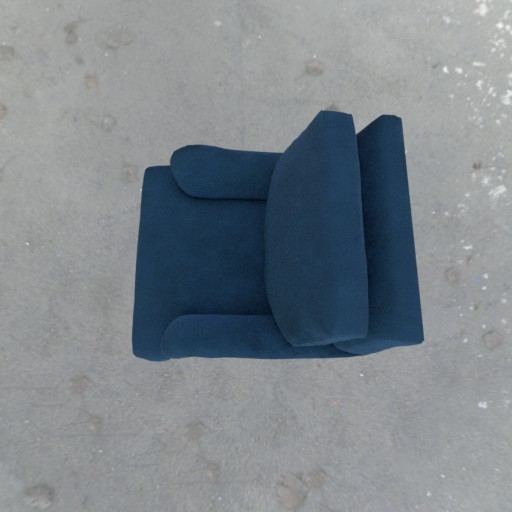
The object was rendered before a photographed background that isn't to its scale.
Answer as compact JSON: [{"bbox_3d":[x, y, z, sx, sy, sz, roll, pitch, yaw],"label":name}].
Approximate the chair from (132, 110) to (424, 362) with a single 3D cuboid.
[{"bbox_3d":[0.000,0.000,1.946,1.078,1.076,0.895,0,75,0],"label":"chair"}]
